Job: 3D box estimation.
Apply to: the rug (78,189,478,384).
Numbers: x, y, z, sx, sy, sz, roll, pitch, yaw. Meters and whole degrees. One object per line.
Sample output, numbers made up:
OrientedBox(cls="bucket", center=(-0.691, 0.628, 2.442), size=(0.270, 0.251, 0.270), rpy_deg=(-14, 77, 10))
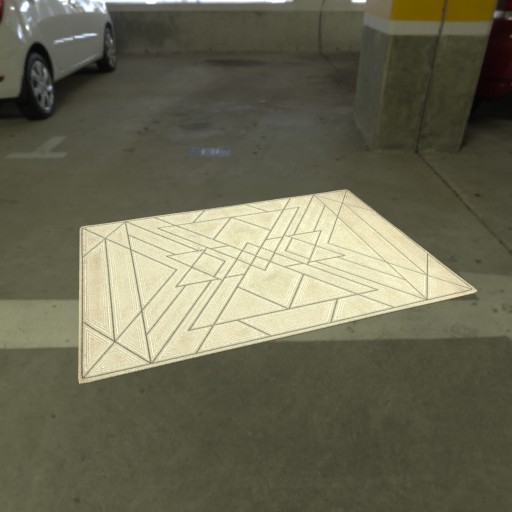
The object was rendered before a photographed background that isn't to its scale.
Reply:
OrientedBox(cls="rug", center=(0.000, 0.000, 4.478), size=(3.381, 0.026, 2.436), rpy_deg=(-10, 33, -16))
